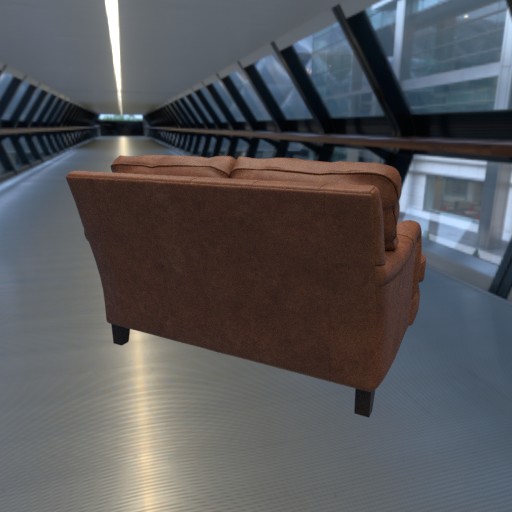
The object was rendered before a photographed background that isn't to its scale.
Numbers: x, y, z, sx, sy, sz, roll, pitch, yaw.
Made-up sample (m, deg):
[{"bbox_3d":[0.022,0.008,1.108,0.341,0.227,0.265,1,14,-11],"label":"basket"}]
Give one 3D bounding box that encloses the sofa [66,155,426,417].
[{"bbox_3d":[0.000,0.000,2.254,1.527,1.004,1.077,8,17,27],"label":"sofa"}]
